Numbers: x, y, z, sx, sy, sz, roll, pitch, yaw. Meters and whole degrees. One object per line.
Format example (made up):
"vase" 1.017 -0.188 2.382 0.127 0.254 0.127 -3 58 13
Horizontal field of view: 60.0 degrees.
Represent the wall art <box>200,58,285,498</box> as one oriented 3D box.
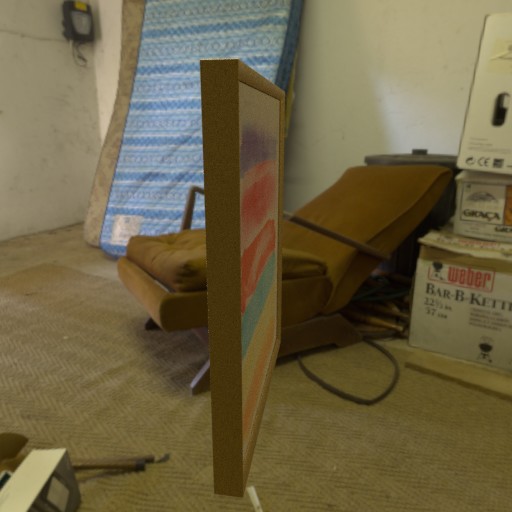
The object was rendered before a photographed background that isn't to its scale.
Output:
"wall art" 0.000 0.000 0.869 0.048 0.642 0.537 3 17 9
